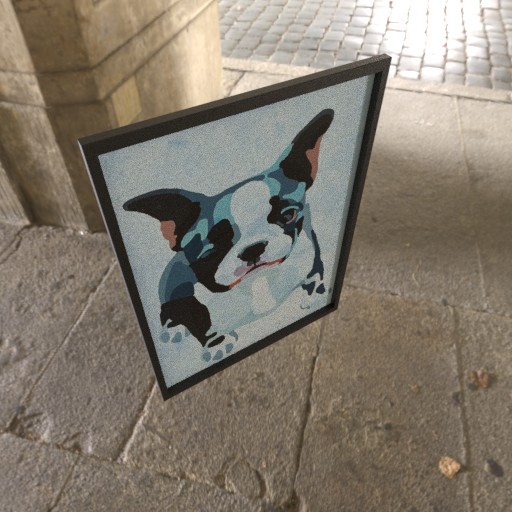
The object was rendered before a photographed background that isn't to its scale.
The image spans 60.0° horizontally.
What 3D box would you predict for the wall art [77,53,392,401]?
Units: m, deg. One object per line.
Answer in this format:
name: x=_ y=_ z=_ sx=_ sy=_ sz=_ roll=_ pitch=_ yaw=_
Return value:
wall art: x=0.000 y=0.000 z=1.337 sx=0.774 sy=1.027 sz=0.030 roll=-24 pitch=50 yaw=-21
